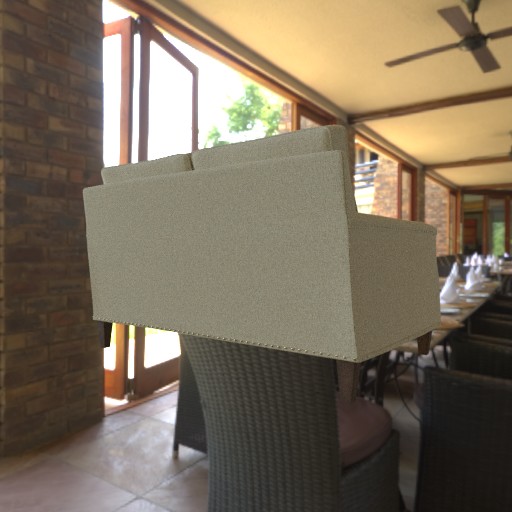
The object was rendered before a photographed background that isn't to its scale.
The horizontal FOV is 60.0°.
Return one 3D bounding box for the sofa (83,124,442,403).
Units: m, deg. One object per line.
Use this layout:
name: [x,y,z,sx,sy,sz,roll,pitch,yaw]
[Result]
sofa: [0.000,0.000,2.311,1.597,1.003,1.084,1,1,37]
